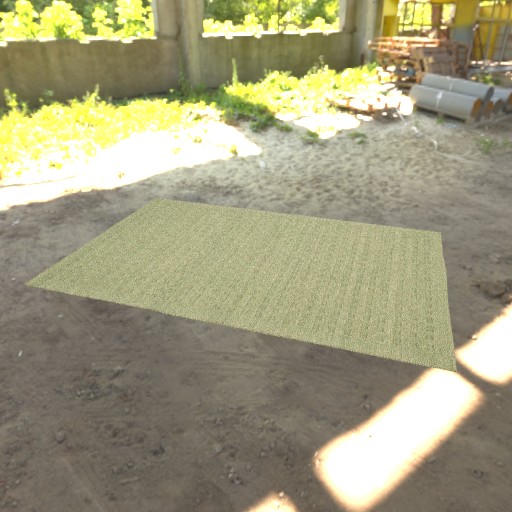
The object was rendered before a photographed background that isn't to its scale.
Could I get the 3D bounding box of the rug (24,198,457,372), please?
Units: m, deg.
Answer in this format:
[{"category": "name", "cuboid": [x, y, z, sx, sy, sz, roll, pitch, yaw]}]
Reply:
[{"category": "rug", "cuboid": [0.000, 0.000, 2.164, 1.747, 0.006, 1.143, 9, 29, 16]}]
